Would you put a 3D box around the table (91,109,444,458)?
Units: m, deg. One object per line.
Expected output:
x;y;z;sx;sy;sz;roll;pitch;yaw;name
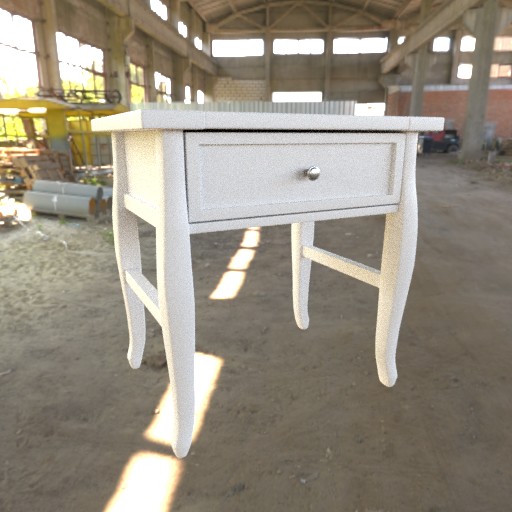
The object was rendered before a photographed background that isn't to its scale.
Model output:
0.000;0.000;1.015;0.599;0.605;0.463;-8;17;-27;table
